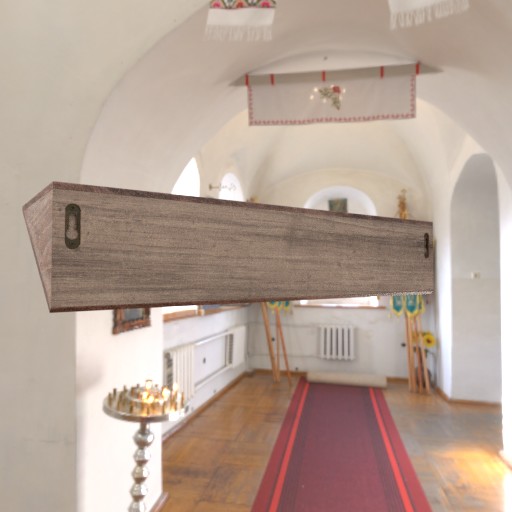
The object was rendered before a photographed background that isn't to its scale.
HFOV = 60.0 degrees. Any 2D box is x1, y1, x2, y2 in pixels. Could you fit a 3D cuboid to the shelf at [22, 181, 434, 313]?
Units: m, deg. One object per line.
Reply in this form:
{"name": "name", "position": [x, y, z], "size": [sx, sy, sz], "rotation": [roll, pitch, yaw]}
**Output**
{"name": "shelf", "position": [0.000, 0.000, 0.674], "size": [0.610, 0.125, 0.200], "rotation": [1, -2, -35]}
